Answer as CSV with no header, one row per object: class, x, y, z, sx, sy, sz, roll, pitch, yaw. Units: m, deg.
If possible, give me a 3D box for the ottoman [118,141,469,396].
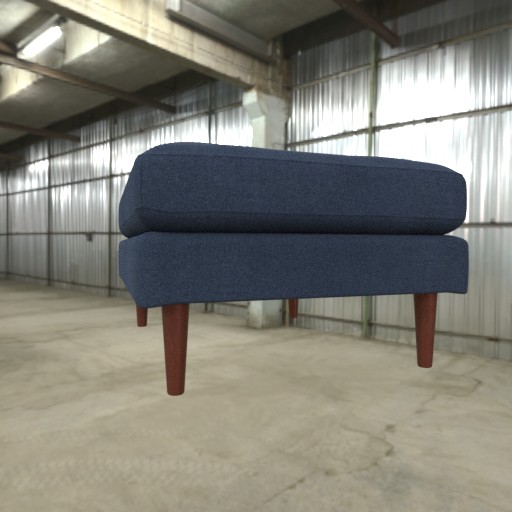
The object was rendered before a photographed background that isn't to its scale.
ottoman,0.000,0.000,1.209,0.693,0.474,0.821,0,1,-19
